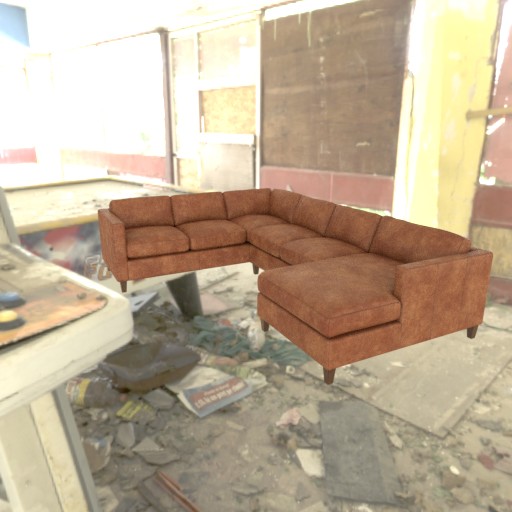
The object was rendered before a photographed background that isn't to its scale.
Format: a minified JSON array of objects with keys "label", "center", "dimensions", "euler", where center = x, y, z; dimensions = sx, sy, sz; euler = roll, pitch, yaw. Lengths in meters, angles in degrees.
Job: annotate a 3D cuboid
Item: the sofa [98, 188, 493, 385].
[{"label":"sofa","center":[0.000,0.000,4.388],"dimensions":[2.452,0.888,3.324],"euler":[-8,19,-26]}]
